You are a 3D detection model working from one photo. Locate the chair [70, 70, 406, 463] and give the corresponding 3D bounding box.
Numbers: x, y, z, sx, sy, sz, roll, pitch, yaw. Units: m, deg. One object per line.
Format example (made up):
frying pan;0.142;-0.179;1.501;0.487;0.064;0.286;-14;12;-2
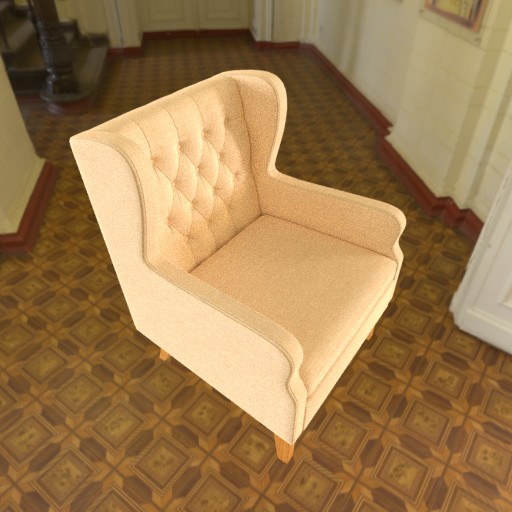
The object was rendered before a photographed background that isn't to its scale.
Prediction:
chair;0.000;0.000;1.439;0.760;0.930;0.710;25;46;26
